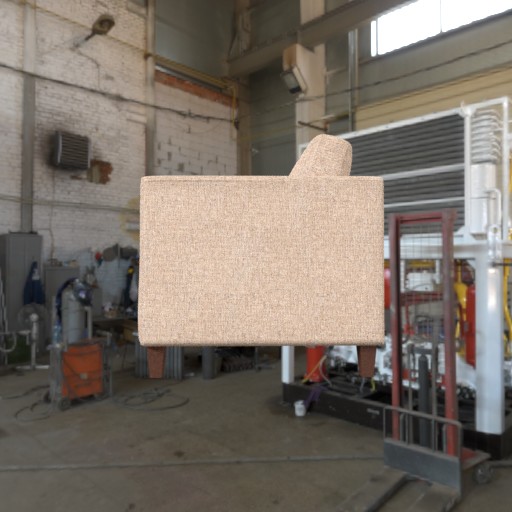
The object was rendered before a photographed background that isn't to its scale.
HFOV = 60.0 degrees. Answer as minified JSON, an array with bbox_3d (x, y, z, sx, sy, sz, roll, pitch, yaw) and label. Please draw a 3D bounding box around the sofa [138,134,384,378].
[{"bbox_3d":[0.000,0.000,2.733,0.951,0.965,2.208,0,-1,-1],"label":"sofa"}]
